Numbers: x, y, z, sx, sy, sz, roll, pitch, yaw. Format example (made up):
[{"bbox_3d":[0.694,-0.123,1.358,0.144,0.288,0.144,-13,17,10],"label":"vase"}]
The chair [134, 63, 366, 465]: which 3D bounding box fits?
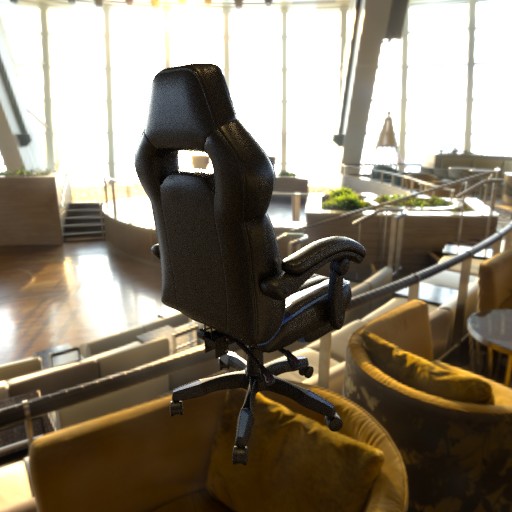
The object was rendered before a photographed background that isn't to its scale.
[{"bbox_3d":[0.000,0.000,1.671,0.700,1.280,0.700,-15,21,-43],"label":"chair"}]
